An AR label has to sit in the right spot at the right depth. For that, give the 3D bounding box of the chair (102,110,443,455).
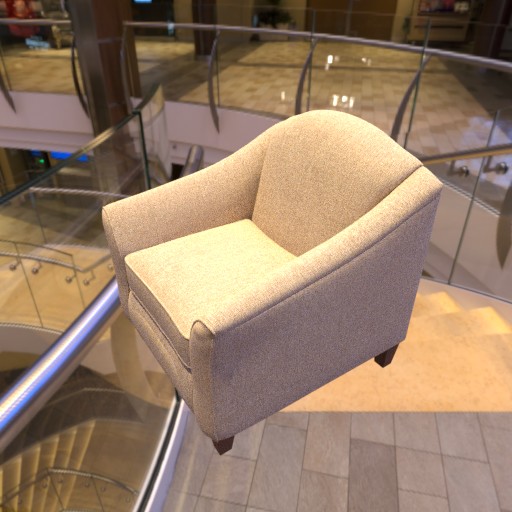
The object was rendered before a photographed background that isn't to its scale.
[{"bbox_3d":[0.000,0.000,1.481,0.787,0.839,0.763,-20,37,-28],"label":"chair"}]
